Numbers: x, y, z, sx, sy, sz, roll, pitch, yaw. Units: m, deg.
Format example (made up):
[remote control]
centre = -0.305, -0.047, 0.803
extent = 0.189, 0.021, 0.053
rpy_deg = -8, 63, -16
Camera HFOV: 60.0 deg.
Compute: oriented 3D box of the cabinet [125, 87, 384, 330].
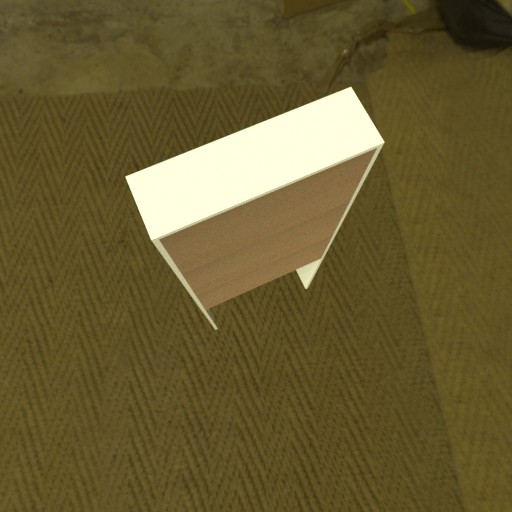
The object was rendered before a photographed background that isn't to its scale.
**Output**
[cabinet]
centre = 0.000, 0.000, 1.981
extent = 0.643, 1.770, 0.192
rpy_deg = -24, 75, -7
